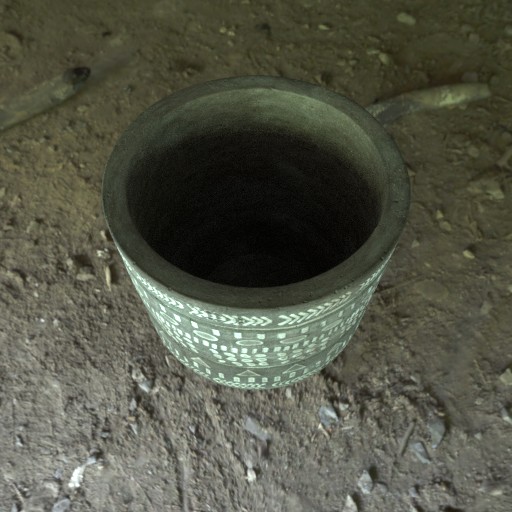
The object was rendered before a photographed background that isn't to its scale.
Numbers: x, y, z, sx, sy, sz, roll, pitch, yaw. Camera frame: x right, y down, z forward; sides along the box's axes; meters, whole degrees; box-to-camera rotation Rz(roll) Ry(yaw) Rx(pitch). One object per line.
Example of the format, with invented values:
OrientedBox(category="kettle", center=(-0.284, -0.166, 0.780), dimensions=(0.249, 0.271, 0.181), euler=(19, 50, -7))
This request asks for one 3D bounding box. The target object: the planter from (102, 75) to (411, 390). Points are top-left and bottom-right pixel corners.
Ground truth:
OrientedBox(category="planter", center=(0.000, 0.000, 0.267), dimensions=(0.142, 0.149, 0.142), euler=(0, 58, 0))
